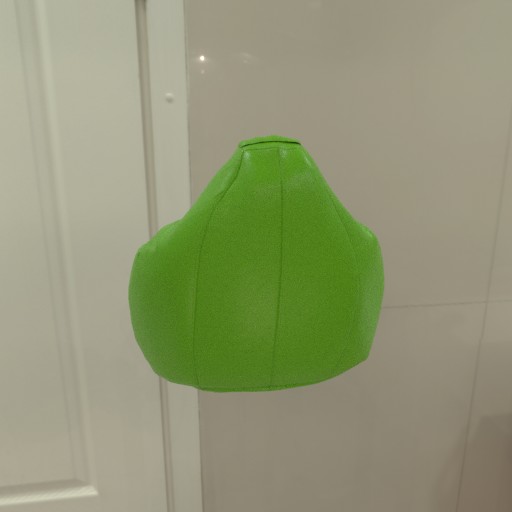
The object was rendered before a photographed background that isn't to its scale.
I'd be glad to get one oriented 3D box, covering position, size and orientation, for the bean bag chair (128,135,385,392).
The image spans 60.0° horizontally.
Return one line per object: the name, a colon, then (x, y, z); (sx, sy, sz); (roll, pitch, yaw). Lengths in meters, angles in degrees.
bean bag chair: (0.000, 0.000, 1.894); (1.070, 0.990, 1.070); (-2, 15, -8)
